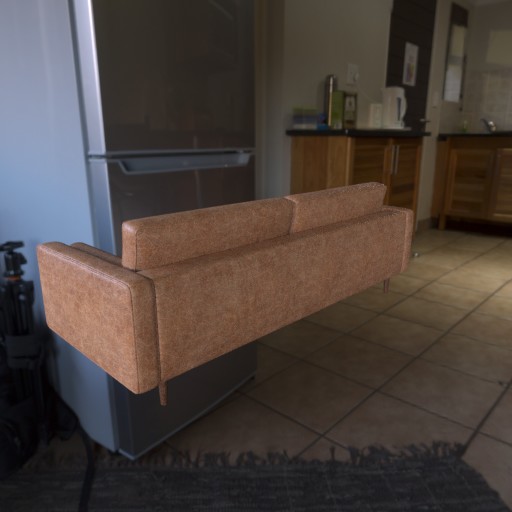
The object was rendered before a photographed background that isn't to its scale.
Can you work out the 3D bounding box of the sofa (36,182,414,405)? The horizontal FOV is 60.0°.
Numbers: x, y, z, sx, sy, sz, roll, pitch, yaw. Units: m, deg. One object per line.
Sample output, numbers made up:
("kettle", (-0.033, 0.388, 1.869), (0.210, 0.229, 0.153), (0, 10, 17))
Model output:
("sofa", (0.000, 0.000, 2.652), (0.919, 0.770, 2.200), (15, 22, 43))
